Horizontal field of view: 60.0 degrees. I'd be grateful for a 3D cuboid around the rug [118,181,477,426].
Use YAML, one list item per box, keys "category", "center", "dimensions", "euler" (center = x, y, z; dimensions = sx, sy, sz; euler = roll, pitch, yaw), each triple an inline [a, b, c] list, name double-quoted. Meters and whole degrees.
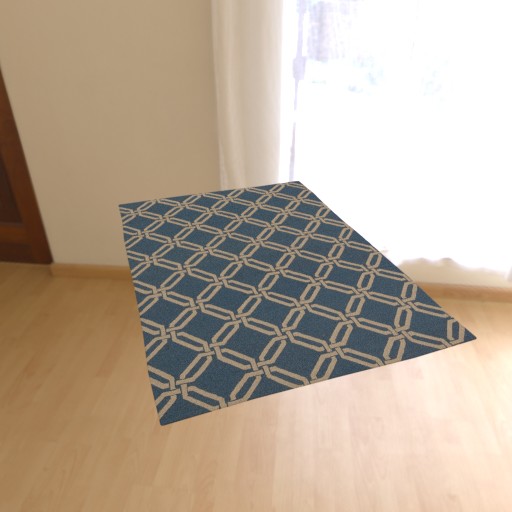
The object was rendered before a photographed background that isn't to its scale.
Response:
- category: "rug"
  center: [0.000, 0.000, 2.761]
  dimensions: [1.524, 0.013, 2.135]
  euler: [-10, 33, -16]
